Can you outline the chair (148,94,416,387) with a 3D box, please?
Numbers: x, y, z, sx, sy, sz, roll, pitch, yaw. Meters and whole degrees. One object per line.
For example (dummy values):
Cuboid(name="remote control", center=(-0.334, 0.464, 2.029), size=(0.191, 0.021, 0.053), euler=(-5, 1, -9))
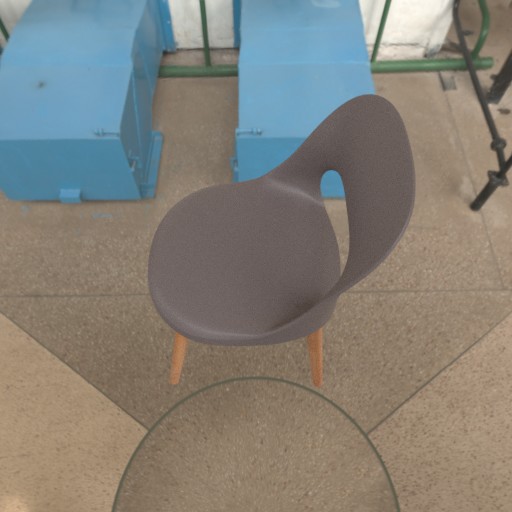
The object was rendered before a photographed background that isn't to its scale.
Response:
Cuboid(name="chair", center=(0.000, 0.000, 1.137), size=(0.556, 0.794, 0.470), euler=(0, 59, 0))
